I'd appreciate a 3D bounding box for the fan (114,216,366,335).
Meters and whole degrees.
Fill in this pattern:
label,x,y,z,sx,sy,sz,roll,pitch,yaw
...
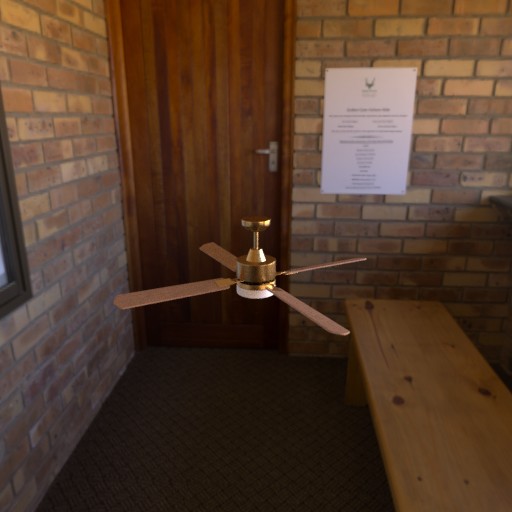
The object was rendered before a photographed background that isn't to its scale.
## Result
label,x,y,z,sx,sy,sz,roll,pitch,yaw
fan,0.000,0.000,2.082,1.320,0.355,1.320,-9,19,-26
